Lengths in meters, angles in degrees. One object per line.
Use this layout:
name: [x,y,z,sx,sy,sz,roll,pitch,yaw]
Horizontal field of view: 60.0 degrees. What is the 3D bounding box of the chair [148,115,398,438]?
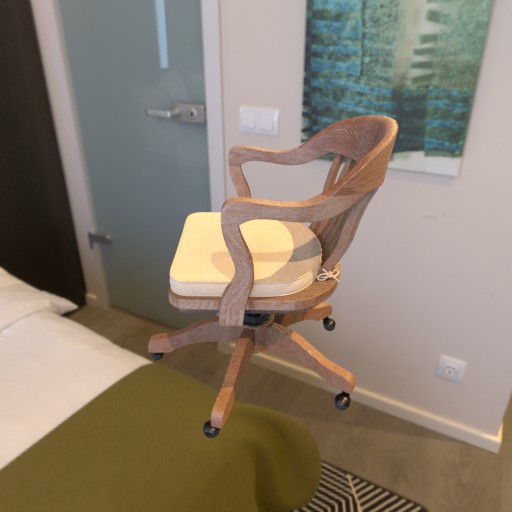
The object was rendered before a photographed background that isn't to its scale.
chair: [0.000,0.000,1.463,0.788,0.878,0.750,-1,27,-1]
